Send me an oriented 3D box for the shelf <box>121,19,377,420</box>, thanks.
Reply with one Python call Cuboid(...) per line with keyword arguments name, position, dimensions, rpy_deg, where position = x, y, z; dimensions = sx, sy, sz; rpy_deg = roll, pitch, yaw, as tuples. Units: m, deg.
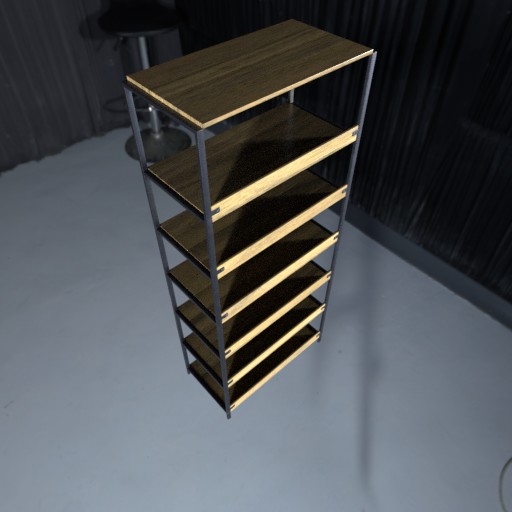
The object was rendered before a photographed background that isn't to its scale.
Cuboid(name="shelf", position=(0.000, 0.000, 2.313), dimensions=(0.847, 2.015, 0.431), rpy_deg=(-33, 55, -27))
